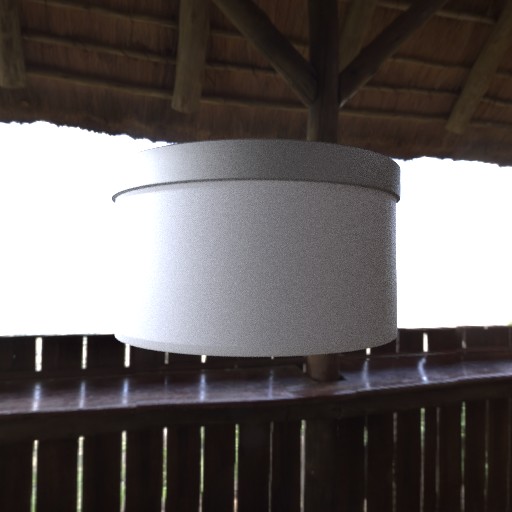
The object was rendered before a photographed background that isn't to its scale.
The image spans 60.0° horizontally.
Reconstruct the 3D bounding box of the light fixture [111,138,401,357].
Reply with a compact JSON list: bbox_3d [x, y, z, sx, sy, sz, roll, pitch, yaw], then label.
[{"bbox_3d":[0.000,0.000,0.630,0.393,0.229,0.393,0,-1,0],"label":"light fixture"}]
